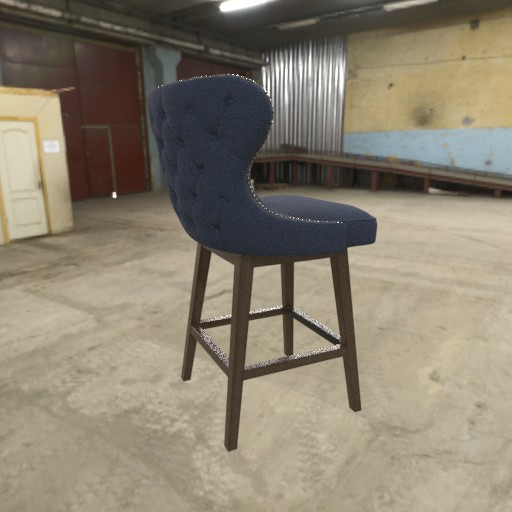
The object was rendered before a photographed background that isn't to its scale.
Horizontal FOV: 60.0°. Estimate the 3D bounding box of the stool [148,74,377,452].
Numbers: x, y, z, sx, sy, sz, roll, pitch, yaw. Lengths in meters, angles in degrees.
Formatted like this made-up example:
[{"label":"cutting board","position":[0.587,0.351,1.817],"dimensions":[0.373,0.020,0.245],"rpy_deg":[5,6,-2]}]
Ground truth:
[{"label":"stool","position":[0.000,0.000,1.382],"dimensions":[0.597,0.972,0.615],"rpy_deg":[-7,15,-25]}]
